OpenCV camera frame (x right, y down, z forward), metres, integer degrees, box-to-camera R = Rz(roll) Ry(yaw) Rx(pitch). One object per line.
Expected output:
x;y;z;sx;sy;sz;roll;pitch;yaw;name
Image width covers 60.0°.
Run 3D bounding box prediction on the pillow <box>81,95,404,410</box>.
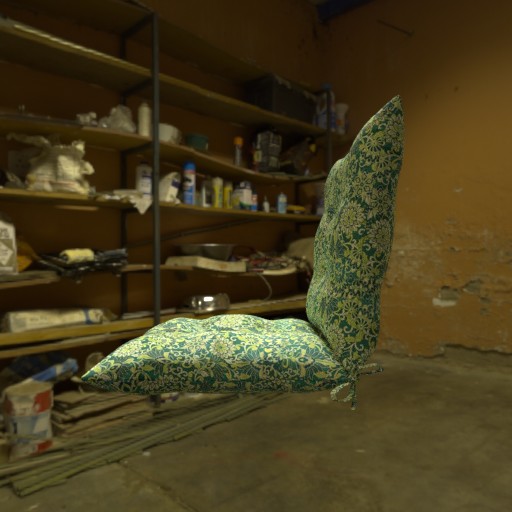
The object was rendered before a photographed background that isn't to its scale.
0.000;0.000;0.998;0.585;0.536;0.541;0;-1;1;pillow
